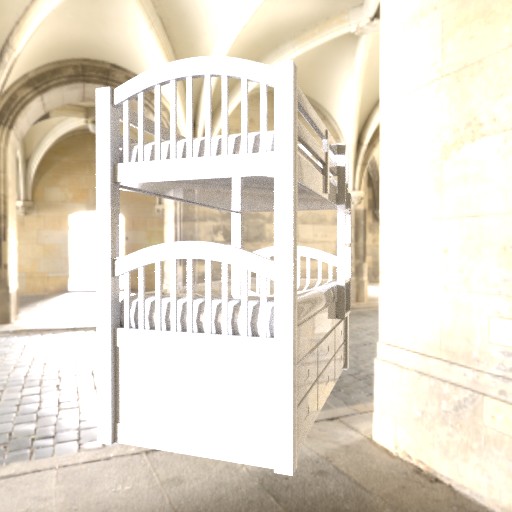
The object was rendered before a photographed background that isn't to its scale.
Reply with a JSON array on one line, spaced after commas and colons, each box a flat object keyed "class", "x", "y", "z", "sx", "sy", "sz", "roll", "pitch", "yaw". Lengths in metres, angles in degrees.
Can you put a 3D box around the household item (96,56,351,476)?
[{"class": "household item", "x": 0.000, "y": 0.000, "z": 3.194, "sx": 1.143, "sy": 2.032, "sz": 2.032, "roll": 0, "pitch": 1, "yaw": 19}]
